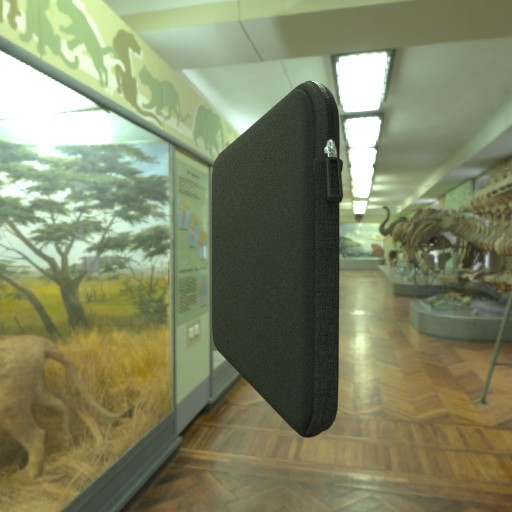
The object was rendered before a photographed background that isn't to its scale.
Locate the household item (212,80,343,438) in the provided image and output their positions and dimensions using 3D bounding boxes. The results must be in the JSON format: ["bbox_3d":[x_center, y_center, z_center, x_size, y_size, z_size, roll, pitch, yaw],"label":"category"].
[{"bbox_3d":[0.000,0.000,0.524,0.030,0.305,0.396,0,2,-18],"label":"household item"}]
